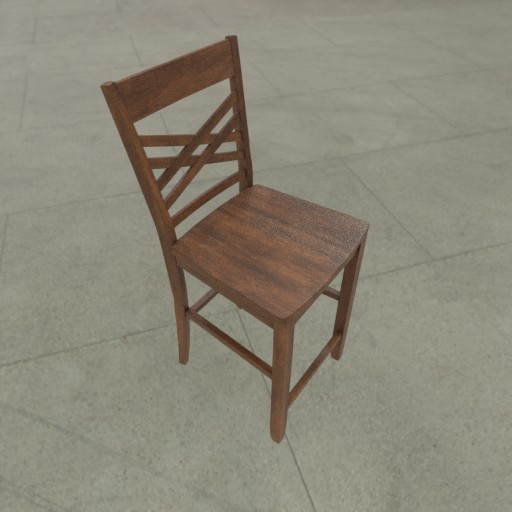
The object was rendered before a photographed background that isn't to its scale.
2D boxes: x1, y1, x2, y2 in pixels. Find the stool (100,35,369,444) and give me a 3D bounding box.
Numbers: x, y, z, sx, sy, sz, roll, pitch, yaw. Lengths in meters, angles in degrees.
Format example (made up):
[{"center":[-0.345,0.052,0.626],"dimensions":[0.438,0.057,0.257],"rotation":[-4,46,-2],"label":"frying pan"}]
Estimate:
[{"center":[0.000,0.000,1.356],"dimensions":[0.539,1.079,0.462],"rotation":[26,48,26],"label":"stool"}]
